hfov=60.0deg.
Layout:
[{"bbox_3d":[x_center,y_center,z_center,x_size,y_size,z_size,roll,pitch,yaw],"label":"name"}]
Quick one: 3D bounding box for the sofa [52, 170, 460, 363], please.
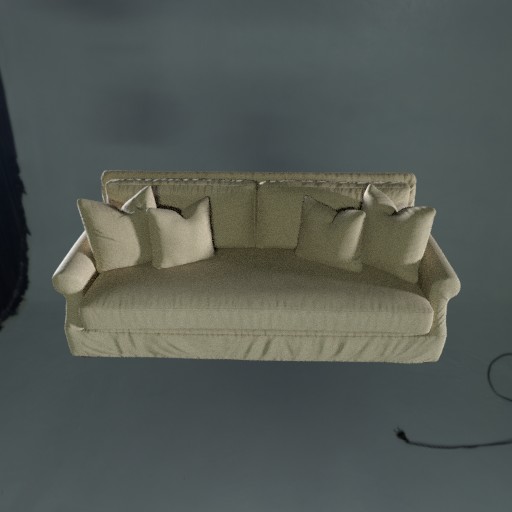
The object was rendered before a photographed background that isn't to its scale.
[{"bbox_3d":[0.000,0.000,2.824,2.285,0.904,1.067,1,31,1],"label":"sofa"}]
